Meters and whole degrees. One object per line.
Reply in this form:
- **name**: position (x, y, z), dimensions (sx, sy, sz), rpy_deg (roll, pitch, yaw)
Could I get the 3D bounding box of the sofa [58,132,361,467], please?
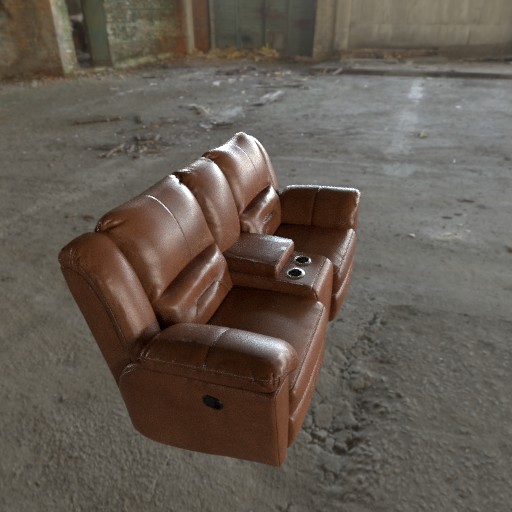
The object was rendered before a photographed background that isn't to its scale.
- **sofa**: position (0.000, 0.000, 2.574), dimensions (0.991, 1.043, 2.058), rpy_deg (10, 30, 17)
